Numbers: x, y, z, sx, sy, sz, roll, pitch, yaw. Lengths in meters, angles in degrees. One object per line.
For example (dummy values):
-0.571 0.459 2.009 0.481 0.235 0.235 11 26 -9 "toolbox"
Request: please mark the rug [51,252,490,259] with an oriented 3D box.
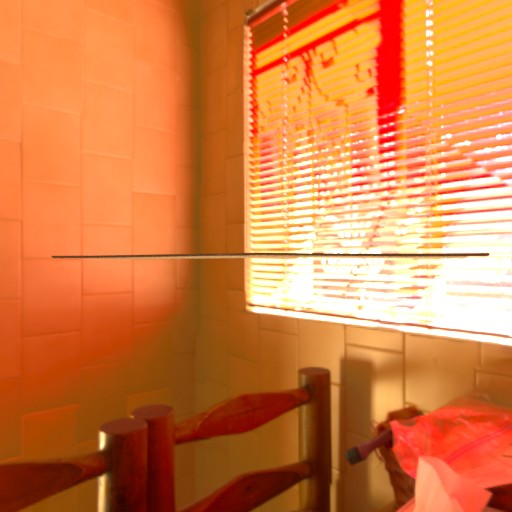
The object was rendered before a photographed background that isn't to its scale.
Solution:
0.000 0.000 2.574 2.320 0.032 0.692 0 -1 18 "rug"
